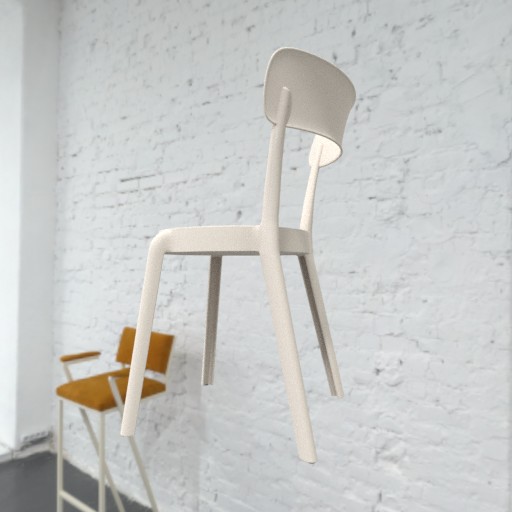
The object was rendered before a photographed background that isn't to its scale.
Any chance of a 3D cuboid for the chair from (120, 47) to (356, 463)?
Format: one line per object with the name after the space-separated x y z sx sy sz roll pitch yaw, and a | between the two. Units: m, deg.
0.000 0.000 1.111 0.491 0.790 0.506 0 -1 18 | chair
